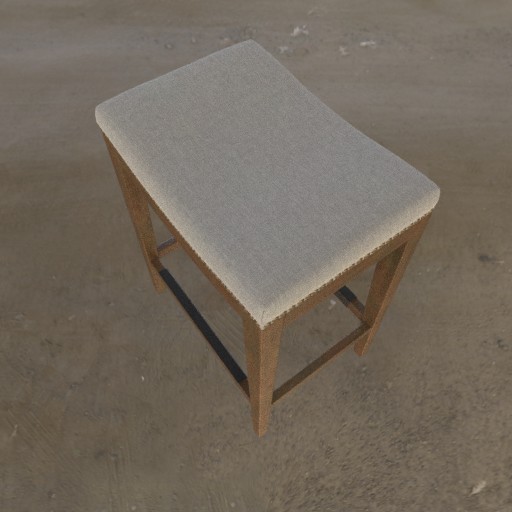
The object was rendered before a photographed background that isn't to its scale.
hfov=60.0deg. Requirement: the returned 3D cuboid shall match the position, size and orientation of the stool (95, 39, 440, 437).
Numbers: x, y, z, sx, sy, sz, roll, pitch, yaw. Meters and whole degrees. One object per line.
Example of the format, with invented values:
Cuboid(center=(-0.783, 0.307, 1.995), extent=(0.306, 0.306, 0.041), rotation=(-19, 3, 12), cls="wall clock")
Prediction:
Cuboid(center=(0.000, 0.000, 0.953), extent=(0.356, 0.660, 0.508), rotation=(-32, 63, -19), cls="stool")
